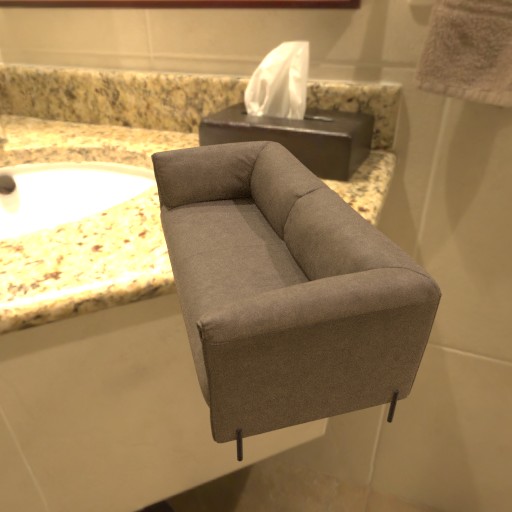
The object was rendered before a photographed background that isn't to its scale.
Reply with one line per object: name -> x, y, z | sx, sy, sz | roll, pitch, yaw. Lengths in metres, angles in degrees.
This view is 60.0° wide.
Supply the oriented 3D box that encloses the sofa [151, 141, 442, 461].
sofa -> 0.000, 0.000, 2.415 | 0.905, 0.747, 1.878 | -8, 32, -14
